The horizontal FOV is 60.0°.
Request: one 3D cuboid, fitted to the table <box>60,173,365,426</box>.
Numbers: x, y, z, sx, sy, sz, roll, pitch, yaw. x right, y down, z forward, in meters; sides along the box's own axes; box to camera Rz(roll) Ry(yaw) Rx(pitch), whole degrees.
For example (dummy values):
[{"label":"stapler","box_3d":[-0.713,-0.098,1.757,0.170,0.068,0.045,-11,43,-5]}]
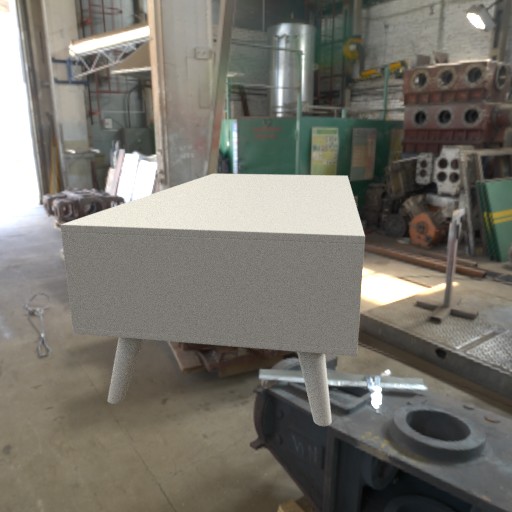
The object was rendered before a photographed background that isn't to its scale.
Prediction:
[{"label":"table","box_3d":[0.000,0.000,1.483,0.609,0.432,1.194,3,16,9]}]
